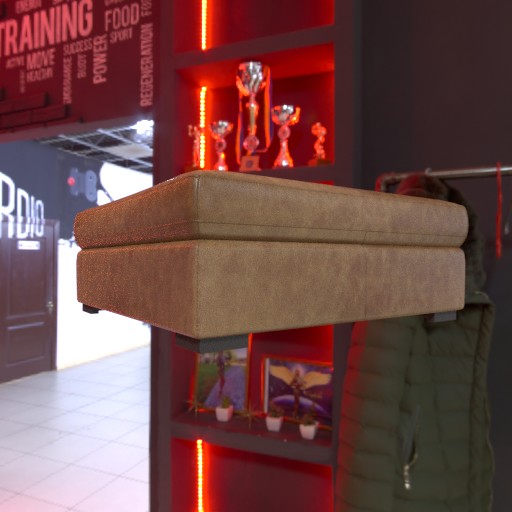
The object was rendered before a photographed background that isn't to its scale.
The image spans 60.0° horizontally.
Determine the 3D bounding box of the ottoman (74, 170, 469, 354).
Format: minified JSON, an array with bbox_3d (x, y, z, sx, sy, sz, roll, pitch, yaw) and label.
[{"bbox_3d":[0.000,0.000,1.817,1.168,0.483,1.169,0,-1,-35],"label":"ottoman"}]
